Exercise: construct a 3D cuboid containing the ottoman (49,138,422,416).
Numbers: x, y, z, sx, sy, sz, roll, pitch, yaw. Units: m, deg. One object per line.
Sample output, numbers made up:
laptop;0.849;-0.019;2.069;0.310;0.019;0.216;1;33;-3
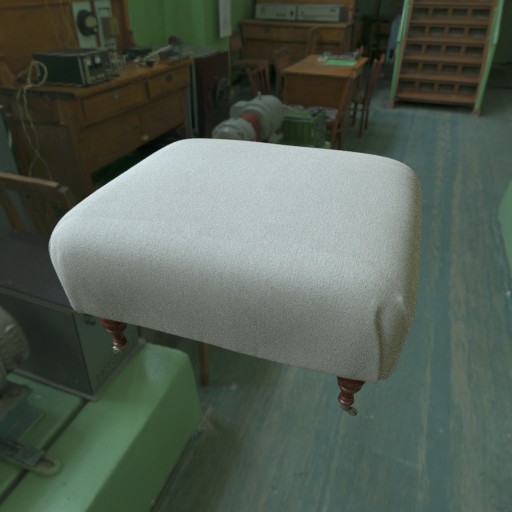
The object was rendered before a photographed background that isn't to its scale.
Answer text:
ottoman;0.000;0.000;1.111;0.746;0.450;0.639;10;34;15
